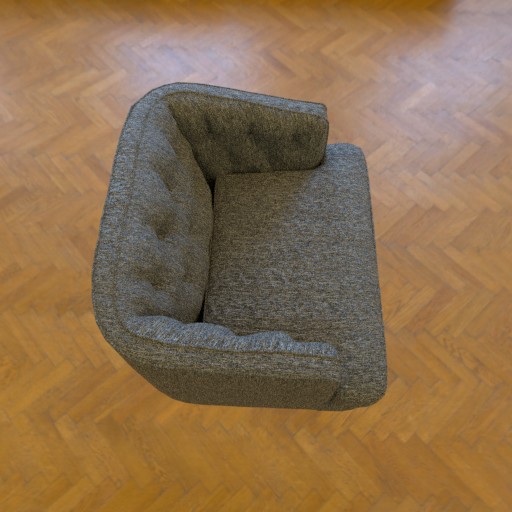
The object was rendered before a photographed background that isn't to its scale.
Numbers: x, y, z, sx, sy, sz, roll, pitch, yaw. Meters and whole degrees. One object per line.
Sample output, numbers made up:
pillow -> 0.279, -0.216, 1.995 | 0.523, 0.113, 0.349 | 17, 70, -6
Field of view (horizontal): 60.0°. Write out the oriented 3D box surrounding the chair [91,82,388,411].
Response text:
chair -> 0.000, 0.000, 1.741 | 0.941, 0.852, 1.104 | 2, 64, 1
